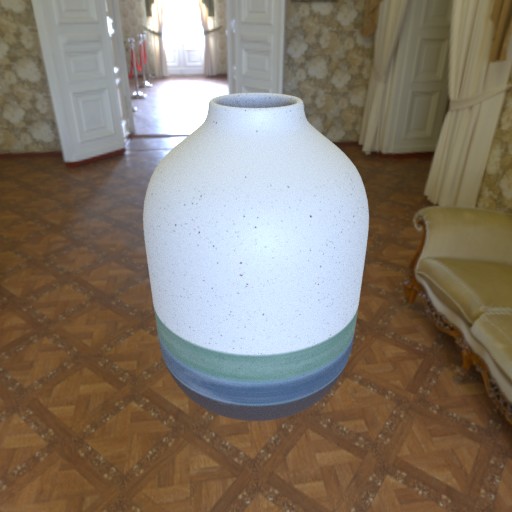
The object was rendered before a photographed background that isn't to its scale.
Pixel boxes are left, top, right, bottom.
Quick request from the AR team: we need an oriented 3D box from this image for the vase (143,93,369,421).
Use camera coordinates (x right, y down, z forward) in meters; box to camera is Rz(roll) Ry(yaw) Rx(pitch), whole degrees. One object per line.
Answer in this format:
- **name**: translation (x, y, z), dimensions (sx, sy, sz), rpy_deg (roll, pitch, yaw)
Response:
- **vase**: translation (0.000, 0.000, 0.357), dimensions (0.169, 0.240, 0.169), rpy_deg (0, 29, 0)
